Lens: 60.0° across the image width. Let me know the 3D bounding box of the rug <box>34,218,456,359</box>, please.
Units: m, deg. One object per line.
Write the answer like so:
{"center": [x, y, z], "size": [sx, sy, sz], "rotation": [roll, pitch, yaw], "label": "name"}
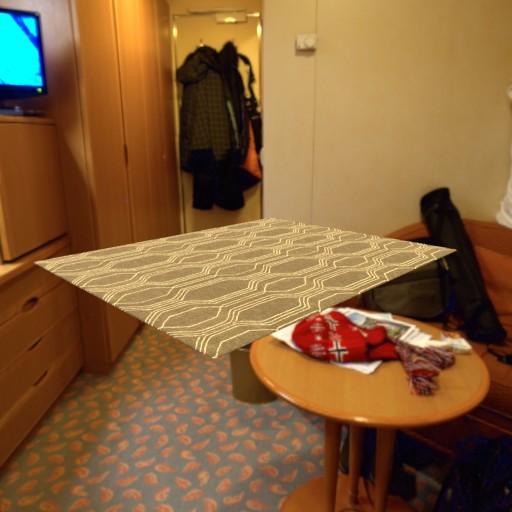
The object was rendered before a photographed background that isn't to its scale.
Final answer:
{"center": [0.000, 0.000, 4.096], "size": [2.457, 0.012, 3.062], "rotation": [15, 21, 43], "label": "rug"}
